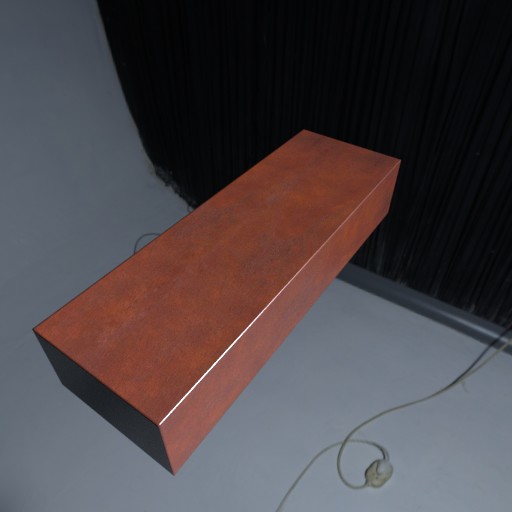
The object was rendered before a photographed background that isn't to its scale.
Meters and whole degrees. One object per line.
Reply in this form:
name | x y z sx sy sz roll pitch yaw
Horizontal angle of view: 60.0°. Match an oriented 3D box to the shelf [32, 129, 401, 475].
shelf | 0.000 0.000 0.519 0.152 0.088 0.457 26 48 25
